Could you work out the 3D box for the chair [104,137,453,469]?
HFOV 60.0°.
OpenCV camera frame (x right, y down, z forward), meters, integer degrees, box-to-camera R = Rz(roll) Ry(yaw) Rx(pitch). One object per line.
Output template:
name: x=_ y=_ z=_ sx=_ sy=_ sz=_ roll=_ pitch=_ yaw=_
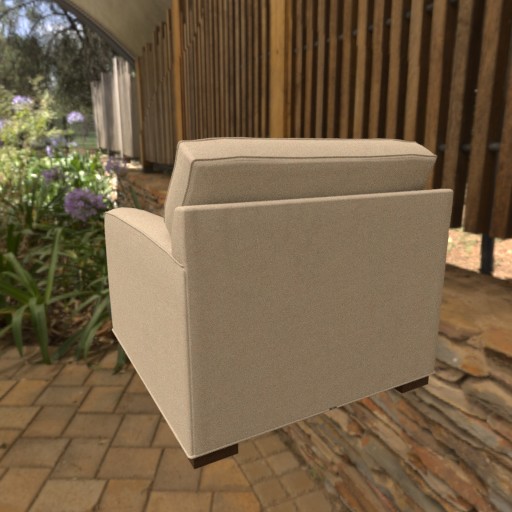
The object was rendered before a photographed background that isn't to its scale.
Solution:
chair: x=0.000 y=0.000 z=1.796 sx=0.998 sy=0.913 sz=1.043 roll=-8 pitch=16 yaw=-28
